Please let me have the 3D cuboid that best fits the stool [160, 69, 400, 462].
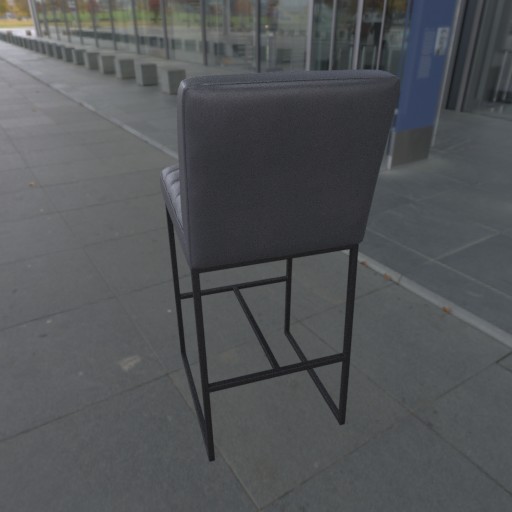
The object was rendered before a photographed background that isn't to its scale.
[{"bbox_3d":[0.000,0.000,1.292,0.457,1.040,0.552,-9,30,-16],"label":"stool"}]
